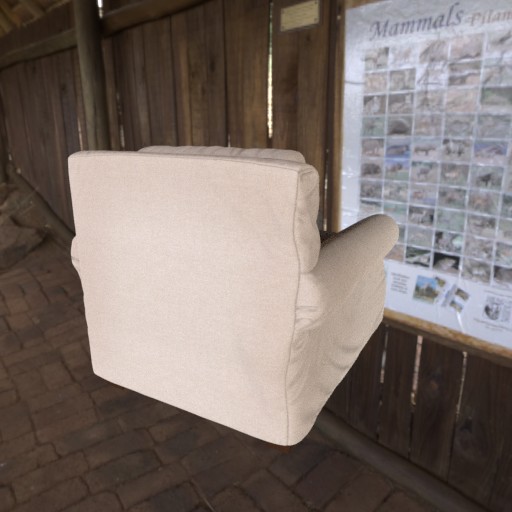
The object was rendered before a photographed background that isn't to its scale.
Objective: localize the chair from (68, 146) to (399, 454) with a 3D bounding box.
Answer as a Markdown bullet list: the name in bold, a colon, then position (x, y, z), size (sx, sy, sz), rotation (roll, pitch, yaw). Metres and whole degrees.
- **chair**: position (0.000, 0.000, 1.743), size (0.940, 0.866, 1.066), rotation (9, 19, 28)
